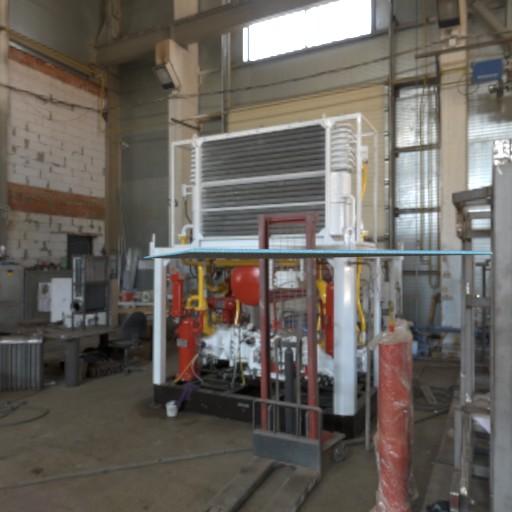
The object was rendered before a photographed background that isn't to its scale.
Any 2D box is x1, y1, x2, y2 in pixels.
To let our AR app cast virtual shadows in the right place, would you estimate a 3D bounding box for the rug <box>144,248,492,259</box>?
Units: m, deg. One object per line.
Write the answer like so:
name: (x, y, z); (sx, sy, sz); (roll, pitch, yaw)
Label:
rug: (0.000, 0.000, 1.372); (0.604, 0.007, 1.219); (0, -1, -17)
